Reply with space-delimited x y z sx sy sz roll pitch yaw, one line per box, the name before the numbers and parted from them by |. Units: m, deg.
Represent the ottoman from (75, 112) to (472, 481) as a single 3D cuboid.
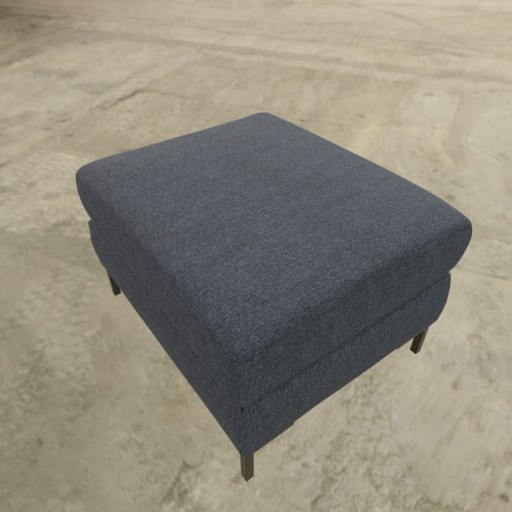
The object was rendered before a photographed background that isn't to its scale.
ottoman | 0.000 0.000 1.265 0.695 0.533 0.831 -25 46 -27
